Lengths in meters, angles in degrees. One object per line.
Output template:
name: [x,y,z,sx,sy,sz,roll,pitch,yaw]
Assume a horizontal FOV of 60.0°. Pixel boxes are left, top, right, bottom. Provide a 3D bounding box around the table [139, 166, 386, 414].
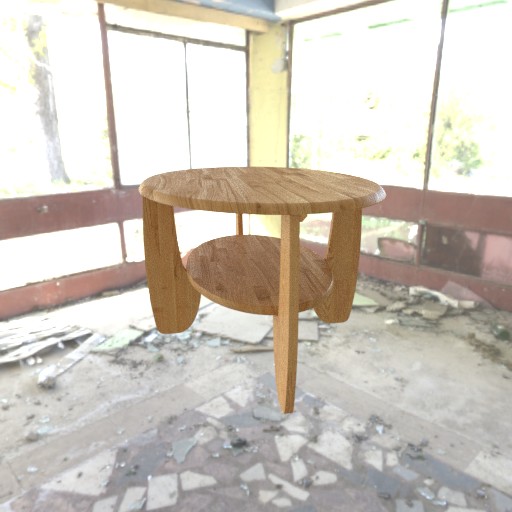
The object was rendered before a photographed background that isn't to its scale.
table: [0.000,0.000,1.413,0.690,0.490,1.040,-2,16,-8]
